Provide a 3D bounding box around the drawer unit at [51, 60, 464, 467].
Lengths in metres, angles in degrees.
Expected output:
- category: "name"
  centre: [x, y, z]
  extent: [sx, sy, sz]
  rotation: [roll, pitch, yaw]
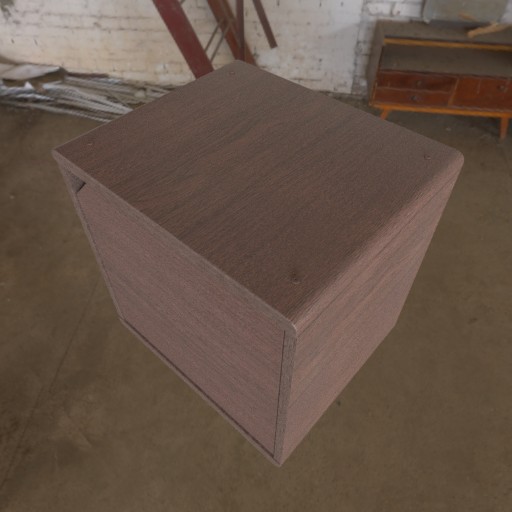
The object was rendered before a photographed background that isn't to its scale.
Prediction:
- category: "drawer unit"
  centre: [0.000, 0.000, 0.602]
  extent: [0.344, 0.344, 0.290]
  rotation: [34, 56, 27]
